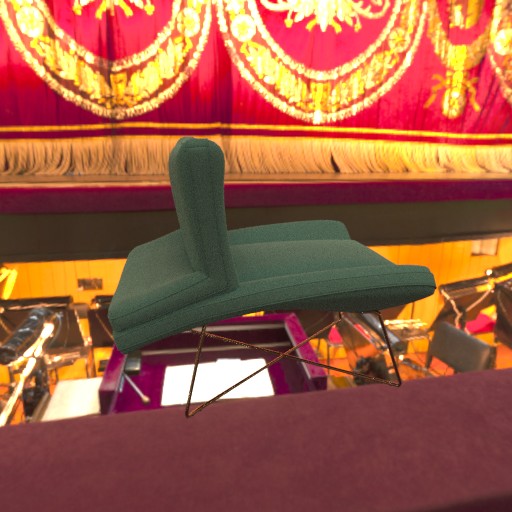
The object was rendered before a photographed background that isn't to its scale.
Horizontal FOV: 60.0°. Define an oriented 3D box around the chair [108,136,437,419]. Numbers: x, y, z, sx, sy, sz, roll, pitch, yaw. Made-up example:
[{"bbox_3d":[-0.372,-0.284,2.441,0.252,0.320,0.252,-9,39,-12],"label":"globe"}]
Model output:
[{"bbox_3d":[0.000,0.000,1.650,1.008,0.855,0.859,-3,16,-10],"label":"chair"}]
